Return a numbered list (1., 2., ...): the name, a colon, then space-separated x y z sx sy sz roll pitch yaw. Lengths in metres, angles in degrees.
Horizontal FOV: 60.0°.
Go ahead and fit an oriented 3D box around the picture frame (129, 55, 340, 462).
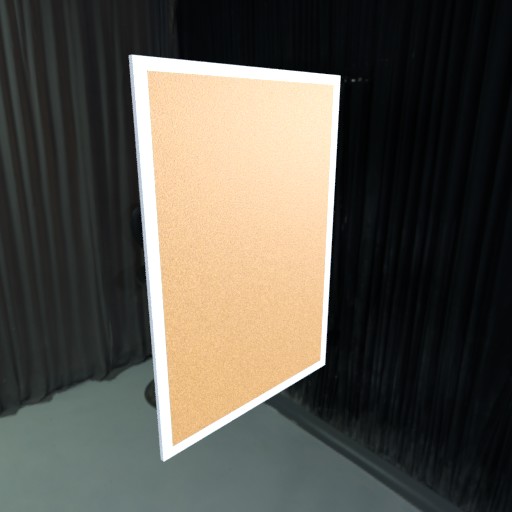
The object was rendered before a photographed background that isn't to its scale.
1. picture frame: 0.000 0.000 1.196 0.659 0.940 0.013 -16 24 -41
